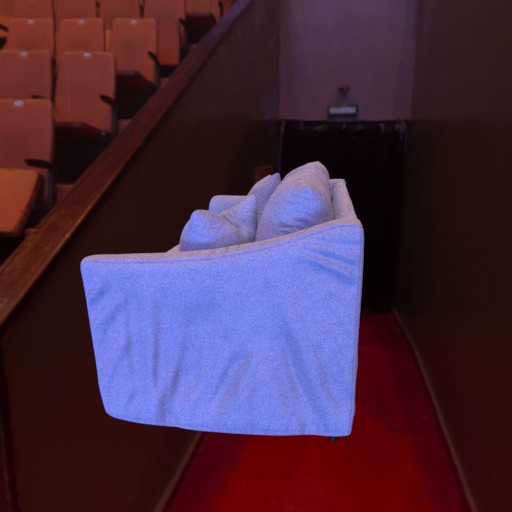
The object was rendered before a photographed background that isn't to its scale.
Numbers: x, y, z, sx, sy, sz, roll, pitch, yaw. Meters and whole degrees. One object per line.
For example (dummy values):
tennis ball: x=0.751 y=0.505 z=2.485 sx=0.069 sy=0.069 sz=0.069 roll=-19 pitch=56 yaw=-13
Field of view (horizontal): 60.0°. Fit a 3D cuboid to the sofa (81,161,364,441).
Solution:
sofa: x=0.000 y=0.000 z=2.568 sx=1.072 sy=1.018 sz=2.010 roll=2 pitch=14 yaw=9
